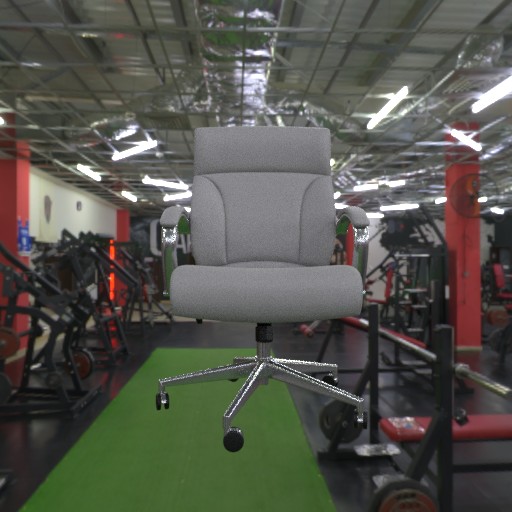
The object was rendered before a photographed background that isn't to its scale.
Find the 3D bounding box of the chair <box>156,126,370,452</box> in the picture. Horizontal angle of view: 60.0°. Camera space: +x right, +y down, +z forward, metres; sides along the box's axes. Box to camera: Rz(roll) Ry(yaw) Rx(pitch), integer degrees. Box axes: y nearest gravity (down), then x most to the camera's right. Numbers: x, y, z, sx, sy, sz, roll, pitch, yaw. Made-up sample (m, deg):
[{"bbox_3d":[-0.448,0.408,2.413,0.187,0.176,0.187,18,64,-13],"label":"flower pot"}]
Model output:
[{"bbox_3d":[0.000,0.000,1.610,0.727,1.099,0.745,0,0,0],"label":"chair"}]
